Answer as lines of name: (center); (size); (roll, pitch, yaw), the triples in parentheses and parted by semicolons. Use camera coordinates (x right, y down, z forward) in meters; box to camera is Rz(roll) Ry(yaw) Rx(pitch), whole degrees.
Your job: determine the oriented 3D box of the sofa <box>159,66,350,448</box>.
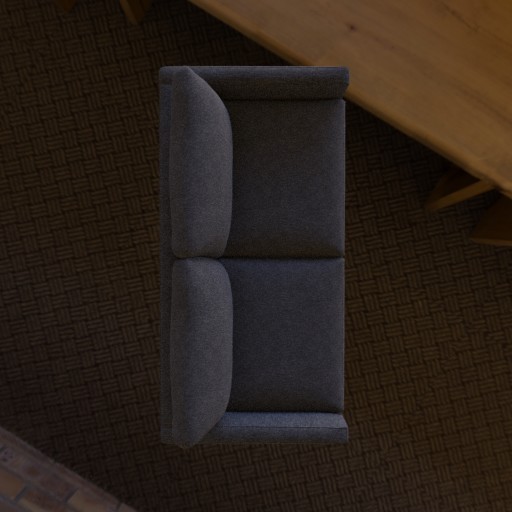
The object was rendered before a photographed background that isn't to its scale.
sofa: (0.000, 0.000, 2.165); (0.866, 0.862, 1.716); (0, 91, 0)
